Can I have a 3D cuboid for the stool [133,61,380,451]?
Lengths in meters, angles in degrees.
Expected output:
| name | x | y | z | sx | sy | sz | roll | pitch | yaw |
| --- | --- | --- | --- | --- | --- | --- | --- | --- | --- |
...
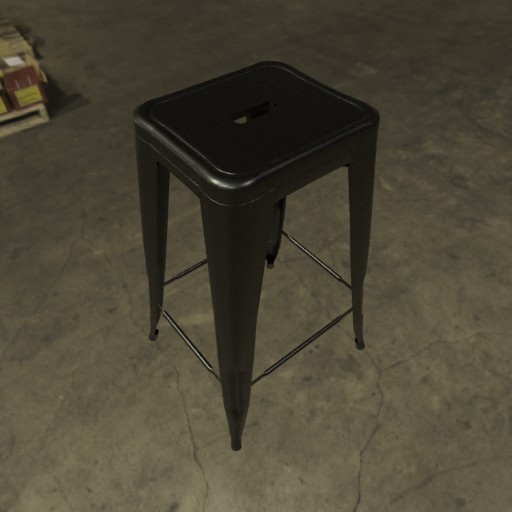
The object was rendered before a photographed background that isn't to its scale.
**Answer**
| name | x | y | z | sx | sy | sz | roll | pitch | yaw |
| --- | --- | --- | --- | --- | --- | --- | --- | --- | --- |
| stool | 0.000 | 0.000 | 0.856 | 0.399 | 0.609 | 0.359 | -31 | 54 | -26 |
